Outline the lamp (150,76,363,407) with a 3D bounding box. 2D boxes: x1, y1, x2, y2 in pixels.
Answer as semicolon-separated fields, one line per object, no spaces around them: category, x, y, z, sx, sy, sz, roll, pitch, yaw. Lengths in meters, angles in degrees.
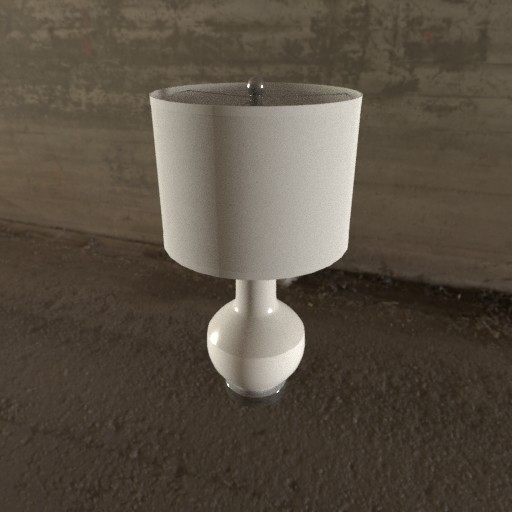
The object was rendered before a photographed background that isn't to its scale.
lamp;0.000;0.000;0.890;0.357;0.673;0.357;-9;28;-17
